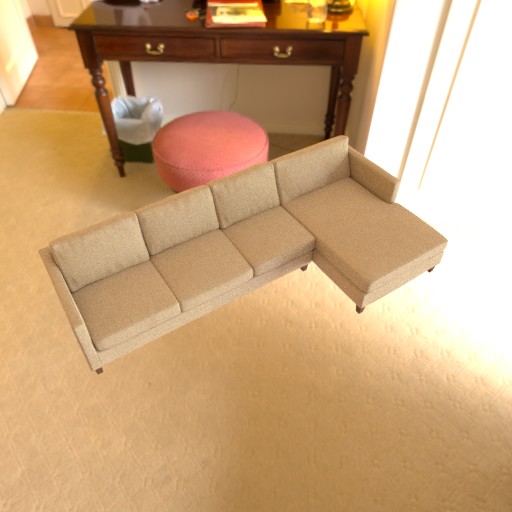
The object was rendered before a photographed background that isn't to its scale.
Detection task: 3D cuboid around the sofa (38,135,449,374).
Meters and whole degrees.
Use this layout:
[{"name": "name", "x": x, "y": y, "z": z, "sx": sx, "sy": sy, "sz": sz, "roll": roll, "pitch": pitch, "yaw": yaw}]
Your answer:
[{"name": "sofa", "x": 0.000, "y": 0.000, "z": 3.889, "sx": 3.186, "sy": 0.846, "sz": 1.625, "roll": -25, "pitch": 50, "yaw": -22}]
